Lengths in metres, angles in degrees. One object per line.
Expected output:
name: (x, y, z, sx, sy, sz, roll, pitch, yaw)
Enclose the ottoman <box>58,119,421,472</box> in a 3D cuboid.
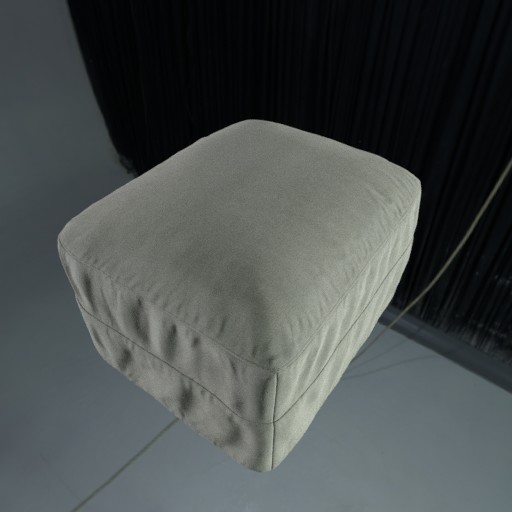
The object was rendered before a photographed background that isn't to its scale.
ottoman: (0.000, 0.000, 1.068, 0.584, 0.480, 0.712, 25, 47, 26)
